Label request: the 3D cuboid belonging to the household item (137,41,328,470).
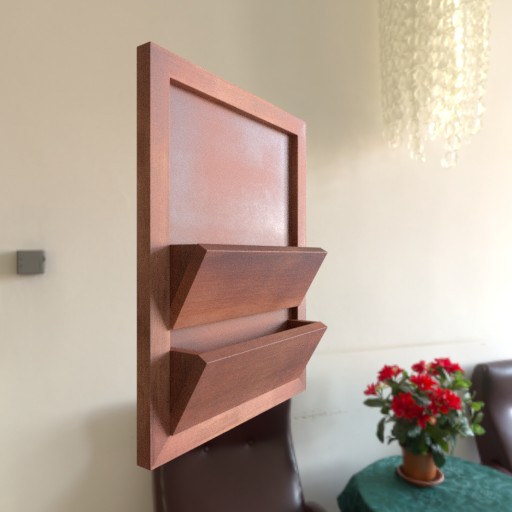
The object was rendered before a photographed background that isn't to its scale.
[{"bbox_3d":[0.000,0.000,0.538,0.067,0.407,0.310,0,0,35],"label":"household item"}]
